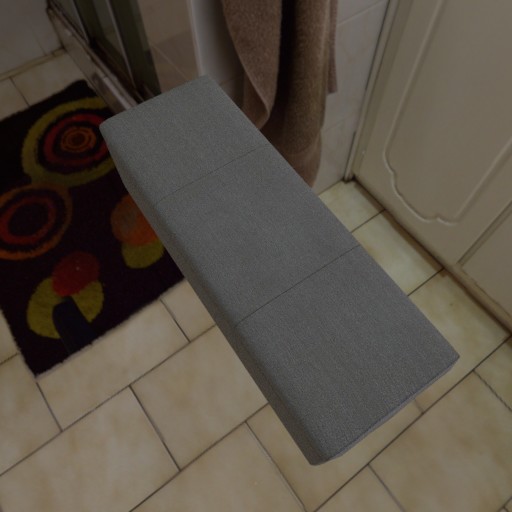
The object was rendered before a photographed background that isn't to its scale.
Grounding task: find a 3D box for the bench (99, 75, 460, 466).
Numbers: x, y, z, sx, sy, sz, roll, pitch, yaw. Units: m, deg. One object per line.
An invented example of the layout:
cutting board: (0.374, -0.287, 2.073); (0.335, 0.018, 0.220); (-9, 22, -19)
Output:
bench: (0.000, 0.000, 1.486); (0.446, 0.438, 1.269); (-31, 67, -15)
